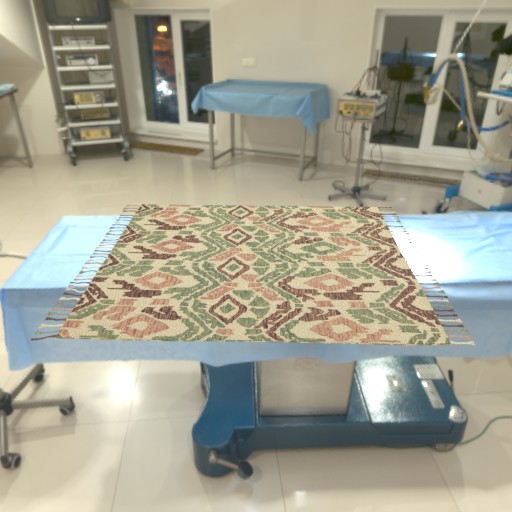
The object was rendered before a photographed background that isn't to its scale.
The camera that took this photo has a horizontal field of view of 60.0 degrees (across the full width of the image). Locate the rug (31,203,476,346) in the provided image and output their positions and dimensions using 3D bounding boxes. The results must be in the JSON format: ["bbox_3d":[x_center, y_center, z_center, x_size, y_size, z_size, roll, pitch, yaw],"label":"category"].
[{"bbox_3d":[0.000,0.000,4.048,3.048,0.010,2.438,1,29,1],"label":"rug"}]
